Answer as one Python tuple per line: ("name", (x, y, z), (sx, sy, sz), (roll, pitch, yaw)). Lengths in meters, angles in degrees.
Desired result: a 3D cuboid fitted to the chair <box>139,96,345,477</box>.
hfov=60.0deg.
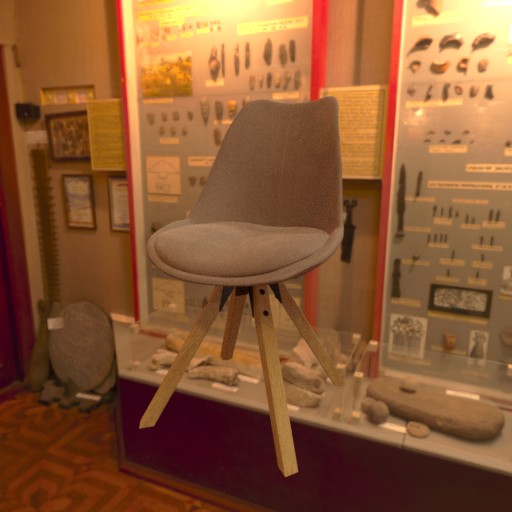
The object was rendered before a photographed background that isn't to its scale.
("chair", (0.000, 0.000, 1.187), (0.485, 0.850, 0.550), (6, 15, 25))
